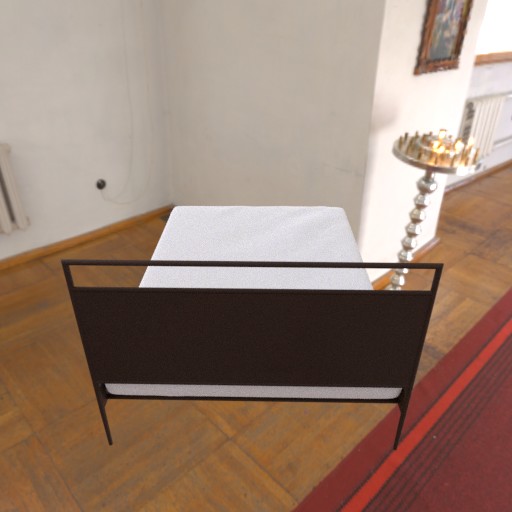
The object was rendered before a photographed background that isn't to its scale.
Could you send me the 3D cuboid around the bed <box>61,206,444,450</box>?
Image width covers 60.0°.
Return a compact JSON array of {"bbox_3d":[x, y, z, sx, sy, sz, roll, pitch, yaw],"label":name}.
[{"bbox_3d":[0.000,0.000,3.020,1.572,1.173,2.122,1,30,1],"label":"bed"}]
